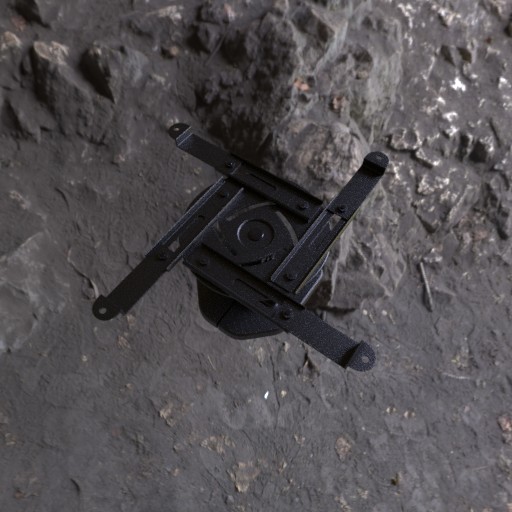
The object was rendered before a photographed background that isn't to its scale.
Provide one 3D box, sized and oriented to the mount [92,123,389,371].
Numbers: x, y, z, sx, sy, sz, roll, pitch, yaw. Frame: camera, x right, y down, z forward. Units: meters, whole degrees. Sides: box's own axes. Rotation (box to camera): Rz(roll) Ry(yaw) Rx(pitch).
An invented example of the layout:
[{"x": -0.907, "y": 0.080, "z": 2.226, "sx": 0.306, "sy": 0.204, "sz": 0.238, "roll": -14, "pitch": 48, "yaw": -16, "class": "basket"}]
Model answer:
[{"x": 0.000, "y": 0.000, "z": 0.596, "sx": 0.394, "sy": 0.141, "sz": 0.394, "roll": 32, "pitch": 64, "yaw": 18, "class": "mount"}]
